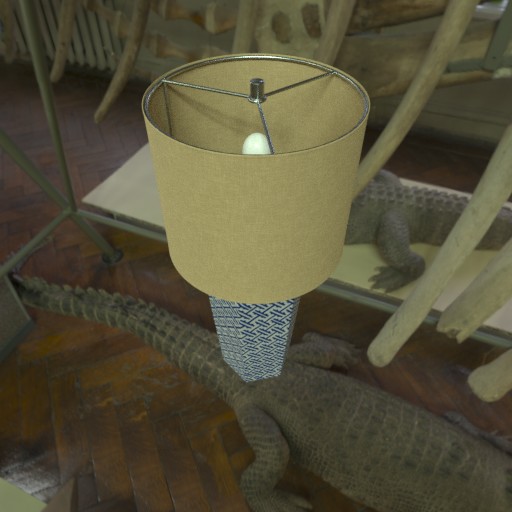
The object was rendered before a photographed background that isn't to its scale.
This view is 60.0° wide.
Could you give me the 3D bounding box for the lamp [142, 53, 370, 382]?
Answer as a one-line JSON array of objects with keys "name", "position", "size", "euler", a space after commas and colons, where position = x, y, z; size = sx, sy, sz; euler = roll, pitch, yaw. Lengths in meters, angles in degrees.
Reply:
[{"name": "lamp", "position": [0.000, 0.000, 0.855], "size": [0.320, 0.682, 0.320], "euler": [16, 47, 16]}]
